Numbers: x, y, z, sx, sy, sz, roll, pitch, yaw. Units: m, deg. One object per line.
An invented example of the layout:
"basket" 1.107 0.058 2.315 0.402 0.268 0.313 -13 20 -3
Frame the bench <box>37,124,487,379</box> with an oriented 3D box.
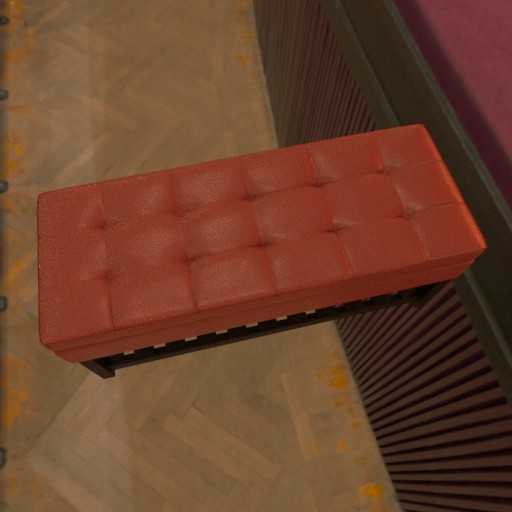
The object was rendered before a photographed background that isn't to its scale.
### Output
"bench" 0.000 0.000 1.327 1.105 0.460 0.432 -12 64 -6
